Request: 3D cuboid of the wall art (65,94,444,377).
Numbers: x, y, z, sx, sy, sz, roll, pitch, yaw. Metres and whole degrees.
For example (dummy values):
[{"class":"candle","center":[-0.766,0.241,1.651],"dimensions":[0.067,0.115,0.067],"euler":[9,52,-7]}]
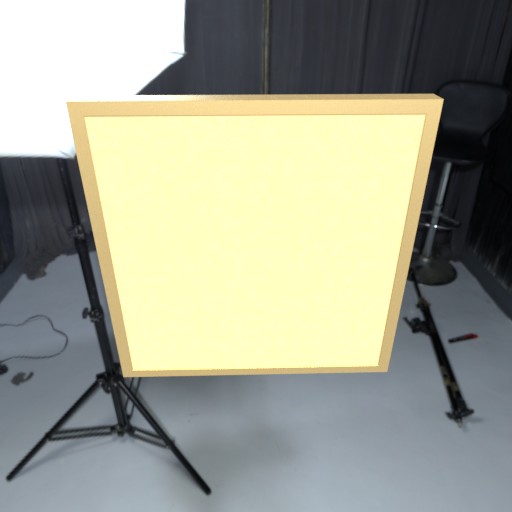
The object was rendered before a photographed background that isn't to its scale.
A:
[{"class":"wall art","center":[0.000,0.000,1.871],"dimensions":[1.284,1.284,0.095],"euler":[-1,31,-1]}]
